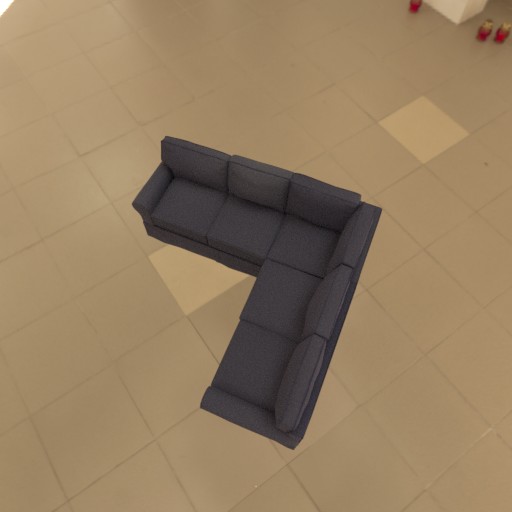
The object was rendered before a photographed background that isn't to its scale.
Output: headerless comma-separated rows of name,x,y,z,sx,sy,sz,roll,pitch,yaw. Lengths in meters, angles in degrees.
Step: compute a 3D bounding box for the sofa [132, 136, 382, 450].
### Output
sofa,0.000,0.000,5.157,2.874,1.169,3.773,-33,67,-16
